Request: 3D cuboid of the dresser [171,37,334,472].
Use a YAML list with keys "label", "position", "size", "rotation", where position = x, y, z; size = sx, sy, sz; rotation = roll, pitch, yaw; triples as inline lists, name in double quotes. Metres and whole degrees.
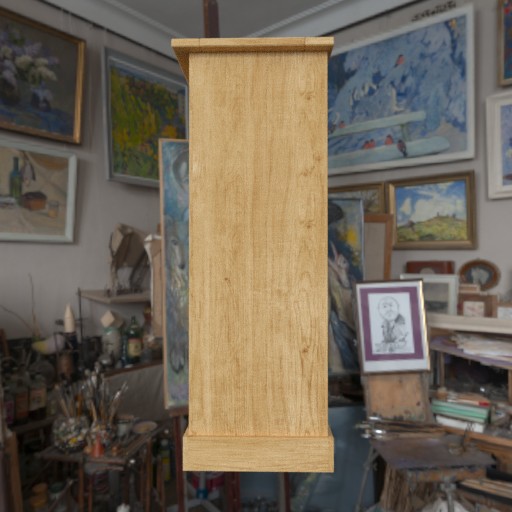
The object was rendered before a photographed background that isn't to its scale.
- label: "dresser"
  position: [0.000, 0.000, 1.770]
  size: [0.485, 1.300, 0.915]
  rotation: [0, 0, 1]
